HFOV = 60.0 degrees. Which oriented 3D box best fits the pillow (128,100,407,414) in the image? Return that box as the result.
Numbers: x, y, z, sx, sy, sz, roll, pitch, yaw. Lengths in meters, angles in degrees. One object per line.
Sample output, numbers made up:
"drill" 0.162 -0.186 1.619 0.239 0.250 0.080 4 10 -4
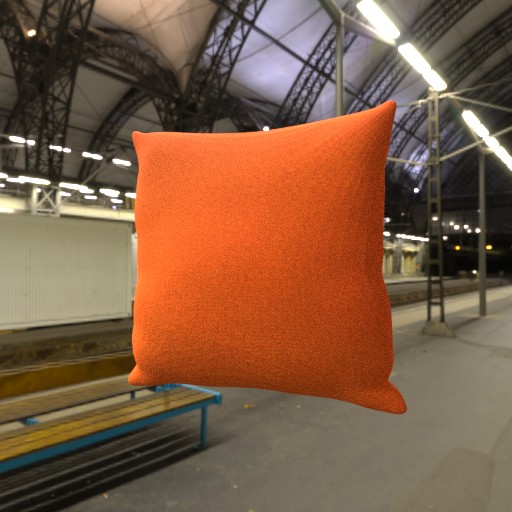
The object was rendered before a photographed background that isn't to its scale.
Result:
"pillow" 0.000 0.000 0.688 0.440 0.441 0.182 0 -1 17
